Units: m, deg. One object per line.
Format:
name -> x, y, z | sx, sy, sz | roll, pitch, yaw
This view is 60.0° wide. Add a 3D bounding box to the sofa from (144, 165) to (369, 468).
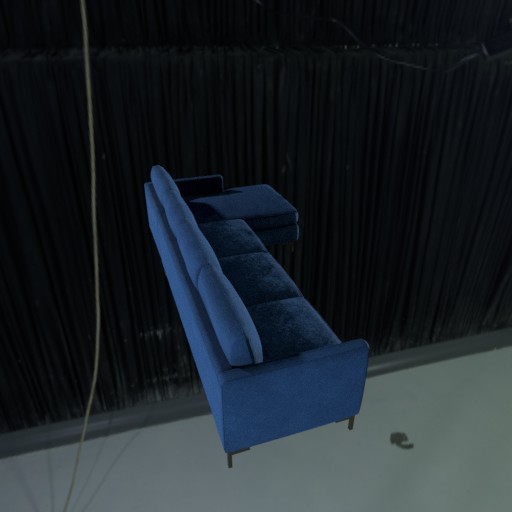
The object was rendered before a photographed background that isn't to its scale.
sofa -> 0.000, 0.000, 3.487 | 1.350, 0.810, 2.932 | -10, 30, -17
